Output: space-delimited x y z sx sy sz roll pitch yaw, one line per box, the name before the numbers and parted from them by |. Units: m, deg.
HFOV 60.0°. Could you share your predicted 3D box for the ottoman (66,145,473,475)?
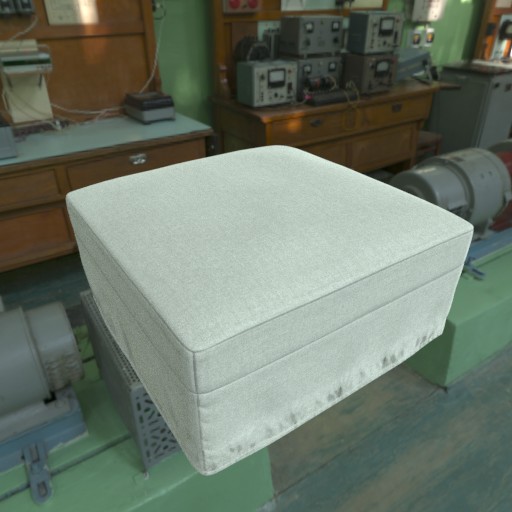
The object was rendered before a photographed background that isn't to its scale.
ottoman | 0.000 0.000 1.310 0.843 0.436 0.840 -20 37 -29
